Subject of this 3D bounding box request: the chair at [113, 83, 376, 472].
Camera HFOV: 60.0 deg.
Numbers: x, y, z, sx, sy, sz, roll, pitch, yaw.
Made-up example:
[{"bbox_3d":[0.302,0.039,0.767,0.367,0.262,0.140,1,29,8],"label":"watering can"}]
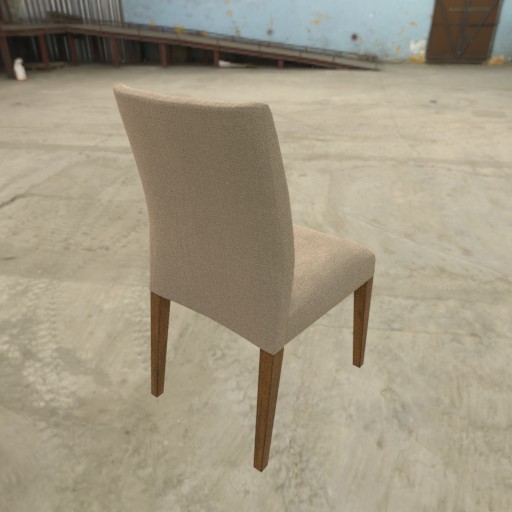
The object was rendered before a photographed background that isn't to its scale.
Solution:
[{"bbox_3d":[0.000,0.000,1.259,0.496,0.940,0.585,21,35,33],"label":"chair"}]
